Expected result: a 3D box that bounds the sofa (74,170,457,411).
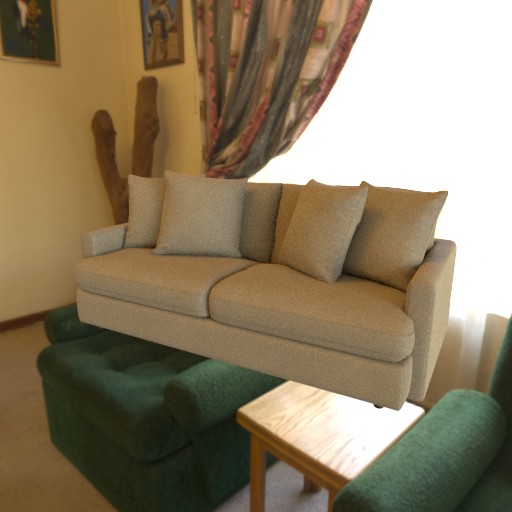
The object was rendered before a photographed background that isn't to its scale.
[{"bbox_3d":[0.000,0.000,2.993,2.380,1.084,1.228,8,17,28],"label":"sofa"}]
